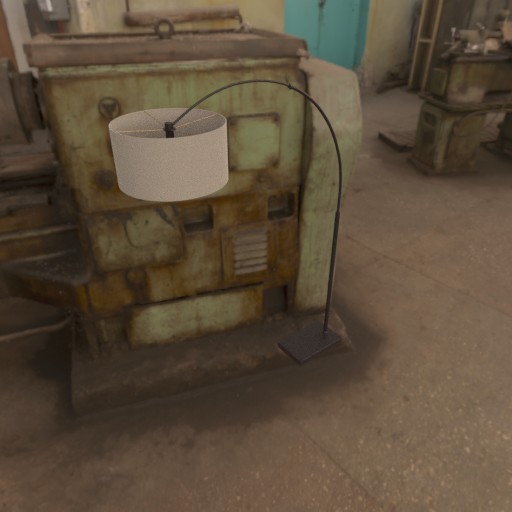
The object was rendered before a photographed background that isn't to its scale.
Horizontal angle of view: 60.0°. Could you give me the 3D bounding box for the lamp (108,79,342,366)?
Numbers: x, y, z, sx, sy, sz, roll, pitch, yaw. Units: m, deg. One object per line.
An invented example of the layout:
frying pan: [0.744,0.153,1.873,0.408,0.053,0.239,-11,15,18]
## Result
lamp: [0.000,0.000,2.565,1.424,1.927,0.493,-21,37,-31]
